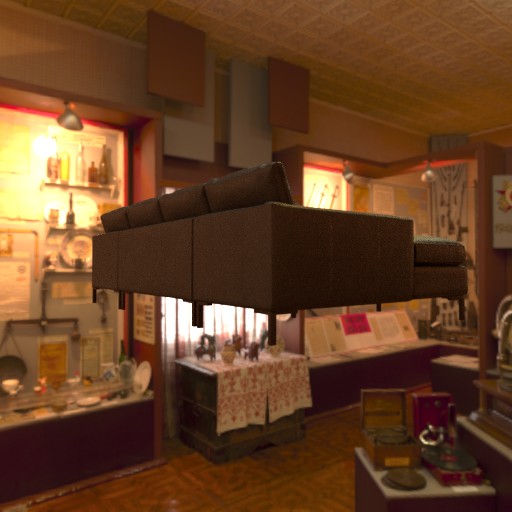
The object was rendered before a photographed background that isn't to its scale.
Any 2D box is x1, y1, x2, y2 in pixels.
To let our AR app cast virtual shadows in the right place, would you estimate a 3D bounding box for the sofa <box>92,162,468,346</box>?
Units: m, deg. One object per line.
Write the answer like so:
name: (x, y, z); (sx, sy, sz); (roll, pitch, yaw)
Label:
sofa: (0.000, 0.000, 3.756); (1.939, 0.900, 2.956); (1, -2, -36)
